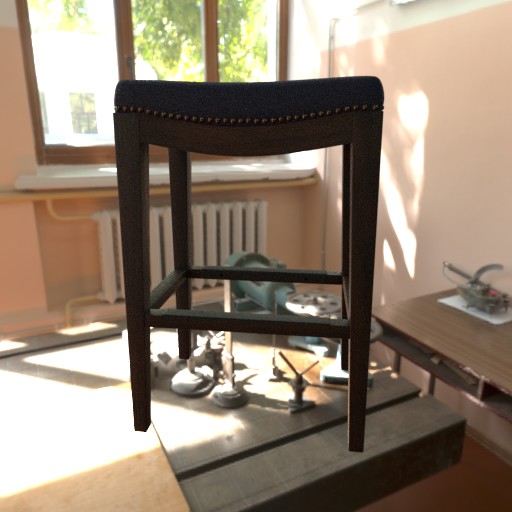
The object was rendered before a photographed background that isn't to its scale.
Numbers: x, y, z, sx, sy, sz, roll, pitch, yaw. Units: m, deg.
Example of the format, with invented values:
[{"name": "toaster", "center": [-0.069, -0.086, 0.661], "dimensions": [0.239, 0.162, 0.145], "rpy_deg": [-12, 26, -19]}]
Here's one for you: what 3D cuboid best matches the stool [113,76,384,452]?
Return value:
[{"name": "stool", "center": [0.000, 0.000, 1.022], "dimensions": [0.498, 0.740, 0.358], "rpy_deg": [2, 16, 8]}]
